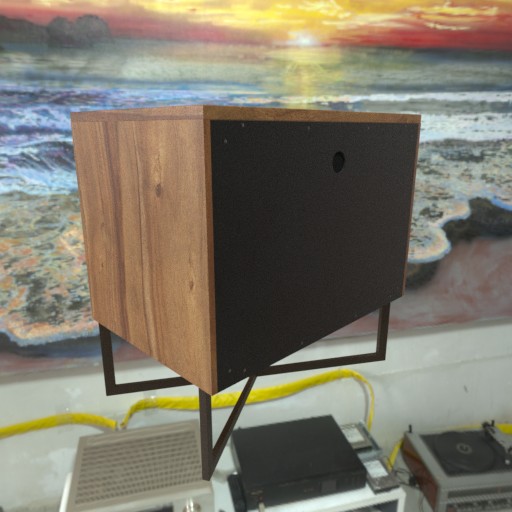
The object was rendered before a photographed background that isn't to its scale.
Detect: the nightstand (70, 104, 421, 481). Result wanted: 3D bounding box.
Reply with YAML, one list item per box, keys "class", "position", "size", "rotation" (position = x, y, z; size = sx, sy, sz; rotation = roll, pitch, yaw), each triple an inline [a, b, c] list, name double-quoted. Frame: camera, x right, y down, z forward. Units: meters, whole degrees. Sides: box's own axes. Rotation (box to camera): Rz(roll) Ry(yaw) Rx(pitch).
- class: "nightstand"
  position: [0.000, 0.000, 1.006]
  size: [0.613, 0.615, 0.427]
  rotation: [-15, 22, -43]
